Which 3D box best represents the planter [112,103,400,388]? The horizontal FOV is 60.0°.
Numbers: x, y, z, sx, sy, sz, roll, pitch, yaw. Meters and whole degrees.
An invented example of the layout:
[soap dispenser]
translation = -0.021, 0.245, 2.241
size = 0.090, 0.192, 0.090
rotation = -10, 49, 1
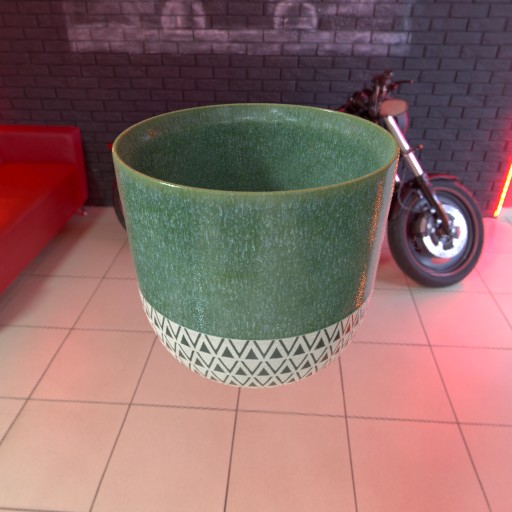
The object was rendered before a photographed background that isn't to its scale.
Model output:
[planter]
translation = 0.000, 0.000, 0.495
size = 0.266, 0.270, 0.266
rotation = 0, 32, 0
